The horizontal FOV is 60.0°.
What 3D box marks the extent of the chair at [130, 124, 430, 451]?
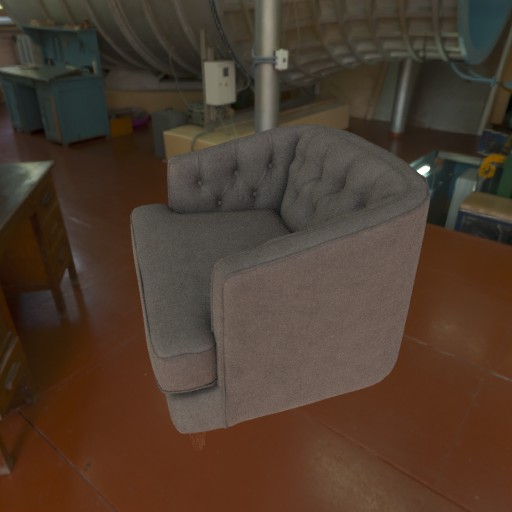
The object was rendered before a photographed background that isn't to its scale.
[{"bbox_3d":[0.000,0.000,1.785,0.941,0.852,1.104,-9,31,-15],"label":"chair"}]
